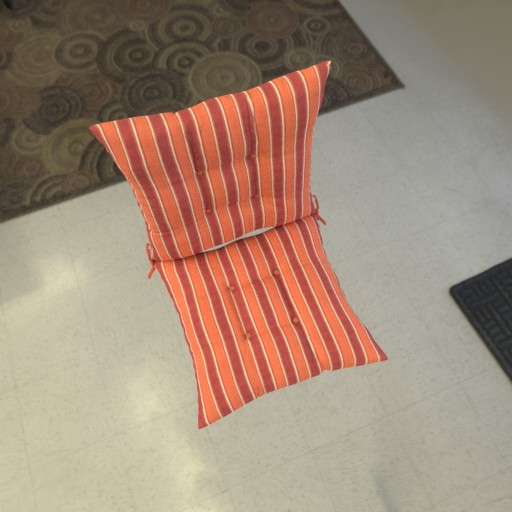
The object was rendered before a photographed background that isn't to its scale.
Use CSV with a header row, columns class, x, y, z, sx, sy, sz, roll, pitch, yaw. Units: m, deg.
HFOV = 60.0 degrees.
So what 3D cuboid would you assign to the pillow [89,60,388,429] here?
class,x,y,z,sx,sy,sz,roll,pitch,yaw
pillow,0.000,0.000,1.015,0.541,0.536,0.585,-18,66,-8
